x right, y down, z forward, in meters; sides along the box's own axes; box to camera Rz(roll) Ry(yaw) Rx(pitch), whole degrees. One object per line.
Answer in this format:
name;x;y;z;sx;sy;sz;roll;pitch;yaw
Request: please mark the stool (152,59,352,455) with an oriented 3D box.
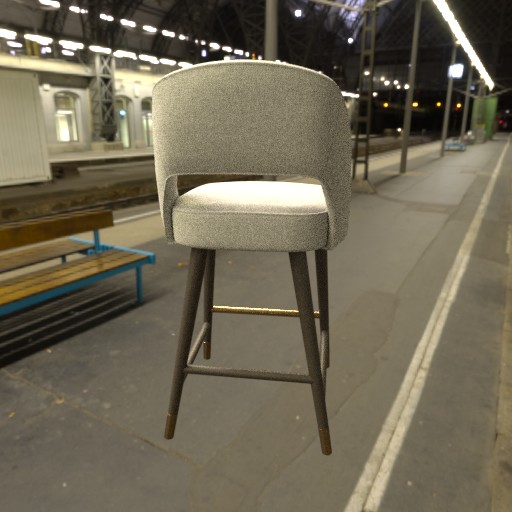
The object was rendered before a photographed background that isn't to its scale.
stool;0.000;0.000;1.228;0.494;0.940;0.509;2;17;8
